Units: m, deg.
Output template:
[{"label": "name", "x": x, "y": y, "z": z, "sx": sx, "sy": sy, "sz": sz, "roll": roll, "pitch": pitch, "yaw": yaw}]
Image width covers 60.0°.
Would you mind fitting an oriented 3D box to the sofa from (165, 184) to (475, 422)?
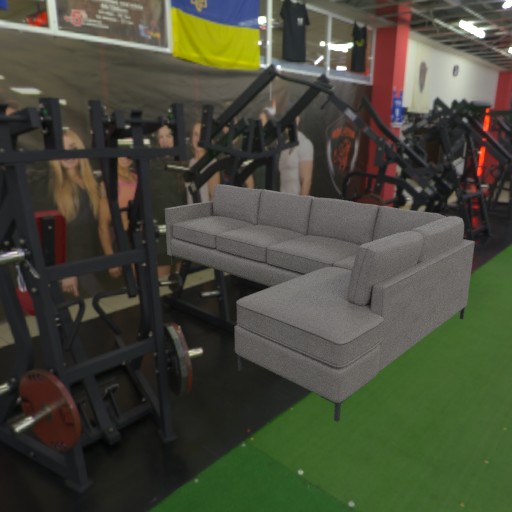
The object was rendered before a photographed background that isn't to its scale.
[{"label": "sofa", "x": 0.000, "y": 0.000, "z": 4.259, "sx": 3.331, "sy": 0.964, "sz": 2.077, "roll": 15, "pitch": 22, "yaw": 42}]
